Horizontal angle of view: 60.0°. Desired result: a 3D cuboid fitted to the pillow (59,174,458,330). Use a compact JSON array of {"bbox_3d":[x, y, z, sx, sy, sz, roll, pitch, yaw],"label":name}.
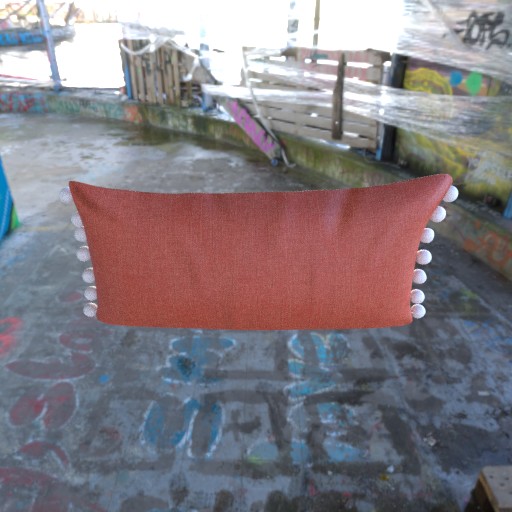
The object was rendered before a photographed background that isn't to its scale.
[{"bbox_3d":[0.000,0.000,0.831,0.709,0.322,0.201,0,31,0],"label":"pillow"}]
